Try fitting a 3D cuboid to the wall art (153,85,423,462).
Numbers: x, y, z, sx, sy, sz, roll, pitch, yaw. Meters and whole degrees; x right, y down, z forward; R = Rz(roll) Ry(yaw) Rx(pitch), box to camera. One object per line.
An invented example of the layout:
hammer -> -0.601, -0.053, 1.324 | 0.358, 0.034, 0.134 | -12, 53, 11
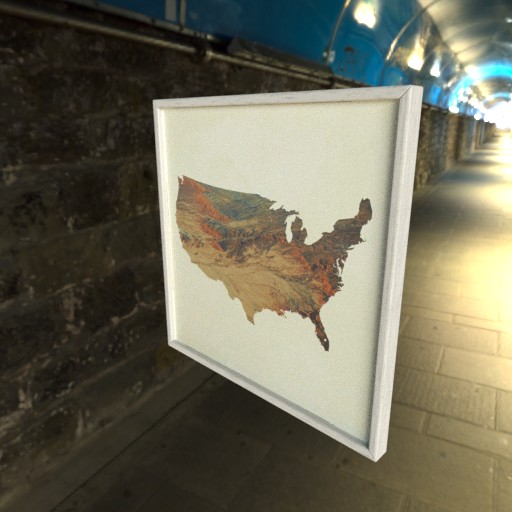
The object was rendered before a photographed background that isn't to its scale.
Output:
wall art -> 0.000, 0.000, 1.881 | 1.287, 1.288, 0.078 | 16, 23, 42
